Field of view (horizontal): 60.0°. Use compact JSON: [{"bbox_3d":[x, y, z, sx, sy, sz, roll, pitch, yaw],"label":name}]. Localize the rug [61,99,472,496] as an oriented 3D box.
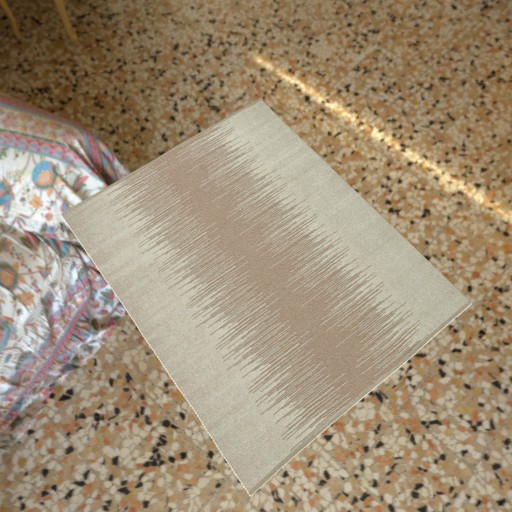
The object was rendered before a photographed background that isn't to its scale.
[{"bbox_3d":[0.000,0.000,4.076,2.438,0.013,3.048,-35,69,-15],"label":"rug"}]
